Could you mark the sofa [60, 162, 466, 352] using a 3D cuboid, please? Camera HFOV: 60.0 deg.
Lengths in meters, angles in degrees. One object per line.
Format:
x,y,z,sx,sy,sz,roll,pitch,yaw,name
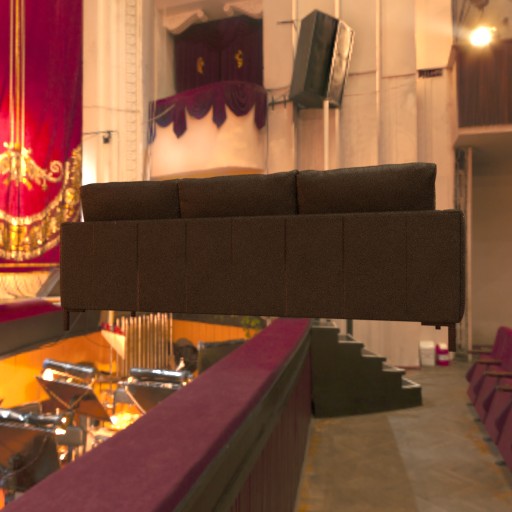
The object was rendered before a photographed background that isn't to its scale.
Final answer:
0.000,0.000,2.443,2.029,0.805,0.748,0,-1,17,sofa
